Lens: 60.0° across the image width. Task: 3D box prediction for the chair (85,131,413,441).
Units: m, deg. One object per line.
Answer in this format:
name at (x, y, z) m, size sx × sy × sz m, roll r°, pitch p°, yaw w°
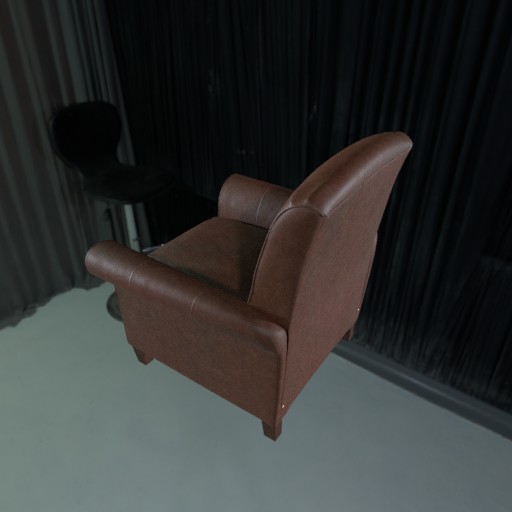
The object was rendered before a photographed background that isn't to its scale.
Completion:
chair at (0.000, 0.000, 1.807) m, size 0.902 × 1.061 × 0.978 m, roll 20°, pitch 37°, yaw 29°
